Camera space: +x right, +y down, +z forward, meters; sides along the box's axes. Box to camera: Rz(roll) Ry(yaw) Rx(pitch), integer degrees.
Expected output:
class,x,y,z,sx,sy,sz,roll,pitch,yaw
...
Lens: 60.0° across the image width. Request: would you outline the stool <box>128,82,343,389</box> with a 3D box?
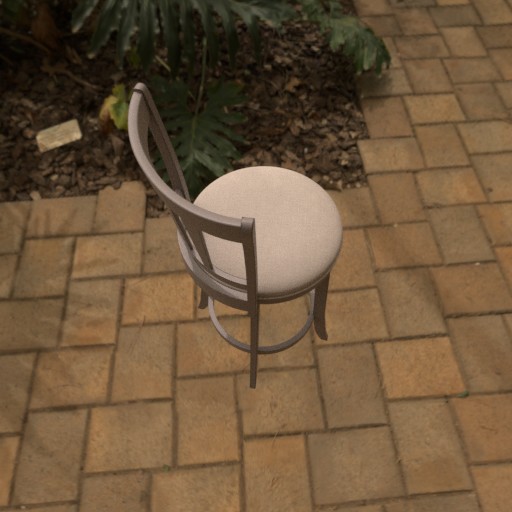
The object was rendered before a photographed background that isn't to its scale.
class,x,y,z,sx,sy,sz,roll,pitch,yaw
stool,0.000,0.000,1.280,0.475,1.023,0.436,-29,63,-17
